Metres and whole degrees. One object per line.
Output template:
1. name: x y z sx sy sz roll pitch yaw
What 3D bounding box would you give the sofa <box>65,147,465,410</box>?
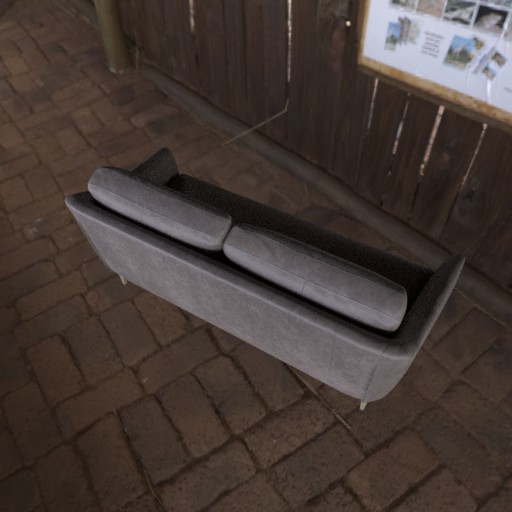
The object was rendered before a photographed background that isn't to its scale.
1. sofa: 0.000 0.000 2.517 2.036 0.902 0.960 24 51 21
